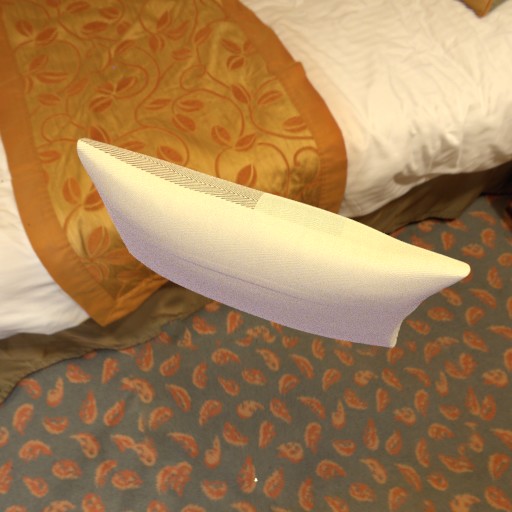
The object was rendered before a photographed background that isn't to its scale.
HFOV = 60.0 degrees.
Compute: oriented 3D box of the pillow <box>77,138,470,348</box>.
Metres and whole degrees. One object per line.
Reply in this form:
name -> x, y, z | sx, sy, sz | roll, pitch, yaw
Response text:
pillow -> 0.000, 0.000, 0.658 | 0.506, 0.305, 0.139 | 19, 65, 9
